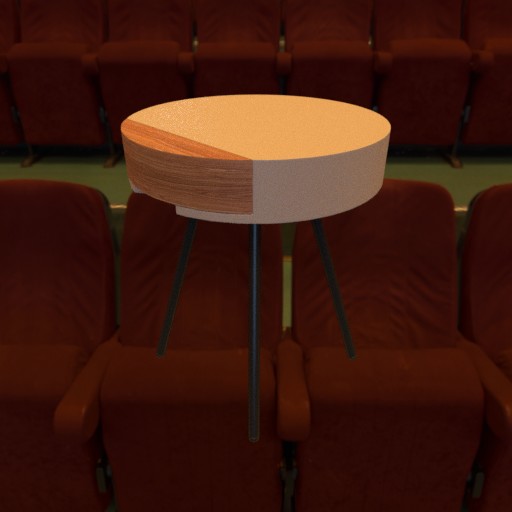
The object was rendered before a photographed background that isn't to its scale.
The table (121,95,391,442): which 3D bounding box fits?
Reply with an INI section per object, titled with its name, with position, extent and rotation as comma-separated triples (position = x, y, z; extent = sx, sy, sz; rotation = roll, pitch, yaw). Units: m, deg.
[table]
position = 0.000, 0.000, 0.866
extent = 0.450, 0.525, 0.450
rotation = 0, 30, 0
